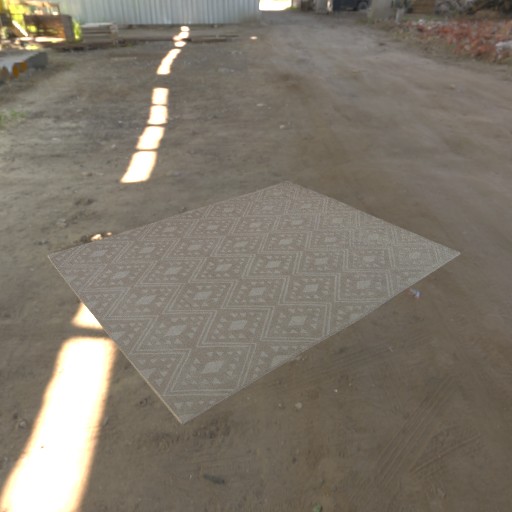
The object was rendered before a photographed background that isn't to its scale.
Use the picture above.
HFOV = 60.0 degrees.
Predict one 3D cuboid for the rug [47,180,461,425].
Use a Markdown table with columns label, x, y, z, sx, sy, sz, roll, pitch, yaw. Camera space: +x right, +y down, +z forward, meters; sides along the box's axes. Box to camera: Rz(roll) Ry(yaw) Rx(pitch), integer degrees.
| label | x | y | z | sx | sy | sz | roll | pitch | yaw |
| --- | --- | --- | --- | --- | --- | --- | --- | --- | --- |
| rug | 0.000 | 0.000 | 4.105 | 3.011 | 0.054 | 2.399 | -23 | 38 | -33 |
